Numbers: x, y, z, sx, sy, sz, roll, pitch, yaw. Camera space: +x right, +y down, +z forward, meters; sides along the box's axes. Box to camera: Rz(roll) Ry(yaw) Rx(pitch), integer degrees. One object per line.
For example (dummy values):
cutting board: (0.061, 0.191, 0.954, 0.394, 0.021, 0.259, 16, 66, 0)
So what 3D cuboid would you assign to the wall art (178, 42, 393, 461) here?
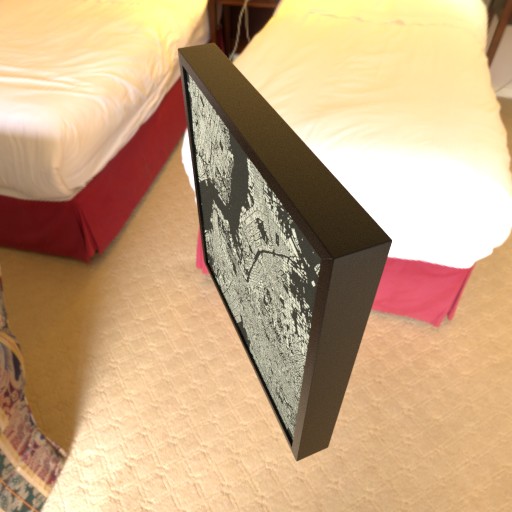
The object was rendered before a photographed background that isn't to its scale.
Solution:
wall art: (0.000, 0.000, 0.440, 0.037, 0.299, 0.299, -17, 49, -15)
